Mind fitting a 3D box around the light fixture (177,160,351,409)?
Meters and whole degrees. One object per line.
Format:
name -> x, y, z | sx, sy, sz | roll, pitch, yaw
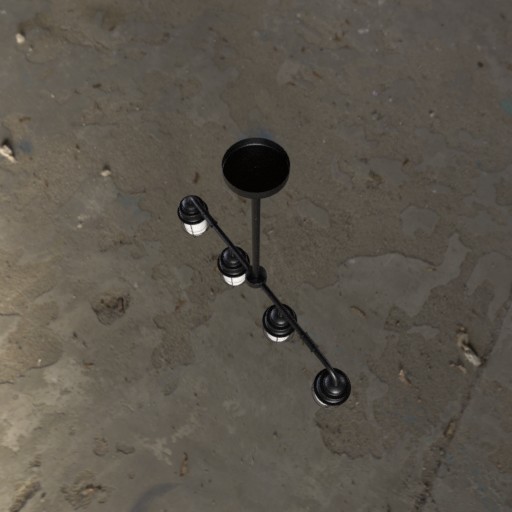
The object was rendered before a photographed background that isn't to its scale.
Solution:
light fixture -> 0.000, 0.000, 1.195 | 0.131, 0.785, 0.852 | -34, 68, -15
